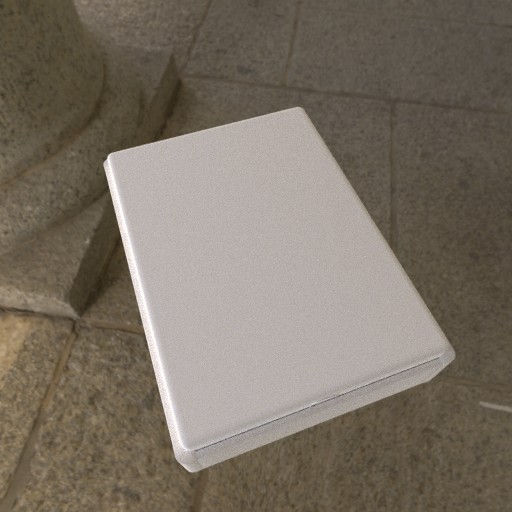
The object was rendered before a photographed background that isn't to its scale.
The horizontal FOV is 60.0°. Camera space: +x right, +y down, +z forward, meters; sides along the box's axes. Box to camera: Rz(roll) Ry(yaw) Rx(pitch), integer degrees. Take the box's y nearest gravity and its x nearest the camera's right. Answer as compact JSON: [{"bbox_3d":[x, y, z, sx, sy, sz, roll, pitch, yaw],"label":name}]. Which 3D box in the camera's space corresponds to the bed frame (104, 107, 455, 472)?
[{"bbox_3d":[0.000,0.000,2.584,1.400,0.406,1.900,-17,60,-10],"label":"bed frame"}]
